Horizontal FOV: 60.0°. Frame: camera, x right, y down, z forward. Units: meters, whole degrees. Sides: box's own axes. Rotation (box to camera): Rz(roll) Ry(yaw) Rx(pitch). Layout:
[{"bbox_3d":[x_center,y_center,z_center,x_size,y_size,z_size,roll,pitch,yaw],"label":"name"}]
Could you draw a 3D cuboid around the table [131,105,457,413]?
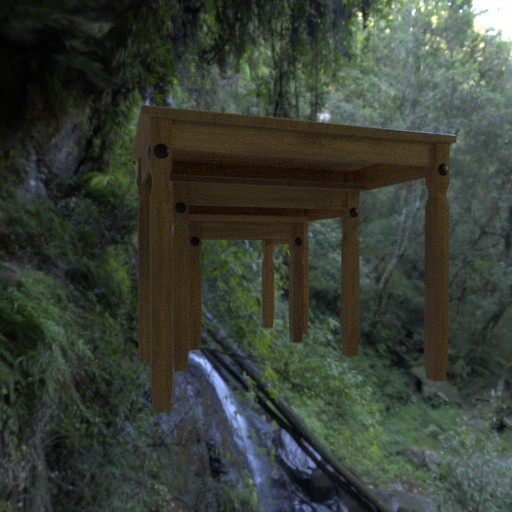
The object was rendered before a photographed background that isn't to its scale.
[{"bbox_3d":[0.000,0.000,1.228,0.660,0.535,0.773,0,1,-18],"label":"table"}]
